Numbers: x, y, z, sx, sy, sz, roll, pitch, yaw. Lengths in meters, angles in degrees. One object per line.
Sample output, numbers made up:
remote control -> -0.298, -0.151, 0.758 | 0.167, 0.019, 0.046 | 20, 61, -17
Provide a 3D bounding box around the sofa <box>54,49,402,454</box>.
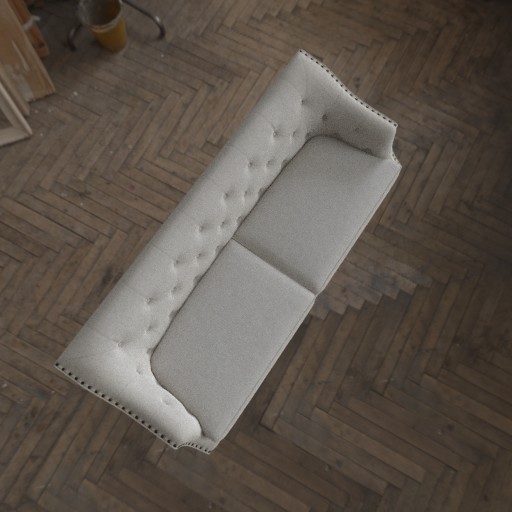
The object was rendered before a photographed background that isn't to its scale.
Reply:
sofa -> 0.000, 0.000, 2.737 | 0.914, 0.901, 2.235 | 34, 79, 8
